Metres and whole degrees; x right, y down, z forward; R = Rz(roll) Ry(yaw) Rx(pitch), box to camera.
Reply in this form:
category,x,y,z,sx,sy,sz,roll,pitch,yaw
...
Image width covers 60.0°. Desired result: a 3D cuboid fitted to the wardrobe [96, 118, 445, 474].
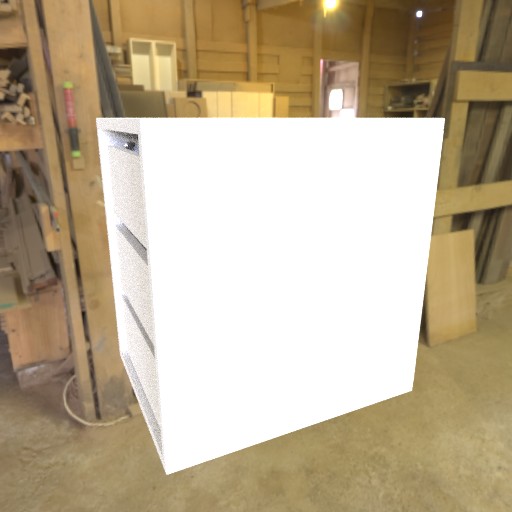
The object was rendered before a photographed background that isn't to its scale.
category,x,y,z,sx,sy,sz,roll,pitch,yaw
wardrobe,0.000,0.000,0.875,0.500,0.520,0.400,-8,19,-25
